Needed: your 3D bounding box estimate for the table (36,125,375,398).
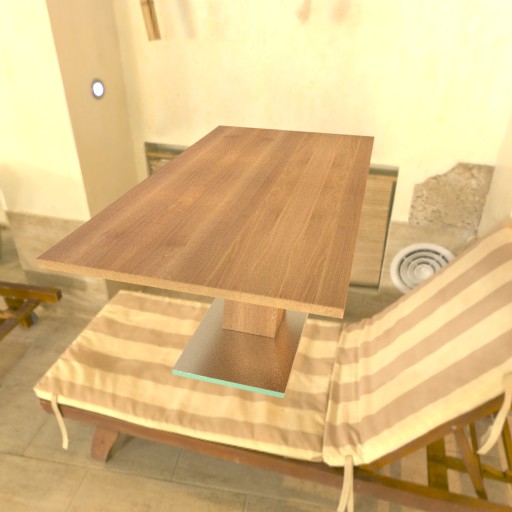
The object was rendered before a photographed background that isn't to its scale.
[{"bbox_3d":[0.000,0.000,2.056,0.900,0.750,1.600,8,32,13],"label":"table"}]
